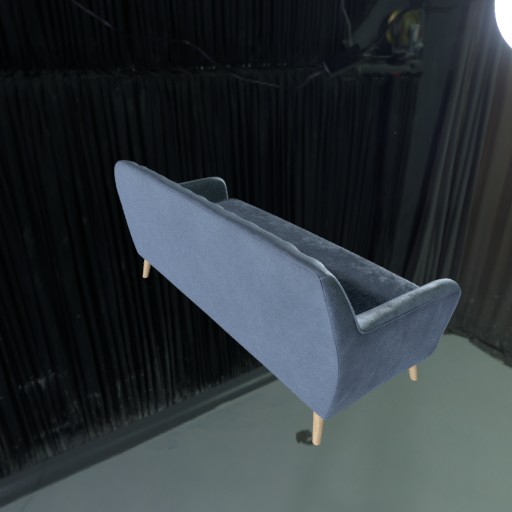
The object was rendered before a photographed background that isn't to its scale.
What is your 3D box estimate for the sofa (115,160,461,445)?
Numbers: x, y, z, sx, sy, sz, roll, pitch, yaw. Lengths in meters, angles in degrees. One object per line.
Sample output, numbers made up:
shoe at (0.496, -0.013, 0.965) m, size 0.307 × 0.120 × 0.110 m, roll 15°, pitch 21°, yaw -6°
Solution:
sofa at (0.000, 0.000, 2.450) m, size 0.841 × 0.832 × 1.975 m, roll -18°, pitch 32°, yaw -32°
